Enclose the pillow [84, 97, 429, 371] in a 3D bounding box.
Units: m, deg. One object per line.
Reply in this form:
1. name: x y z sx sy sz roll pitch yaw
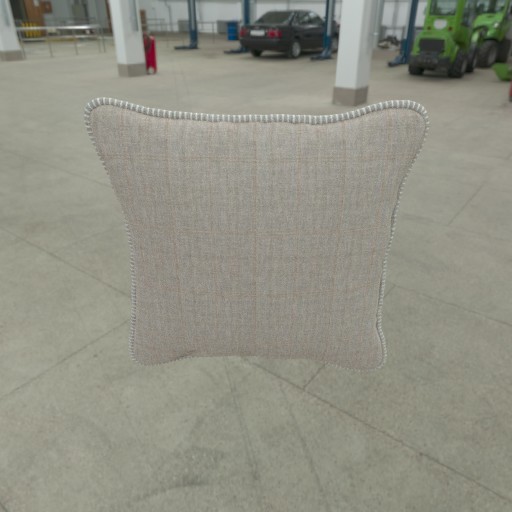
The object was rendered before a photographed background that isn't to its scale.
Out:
1. pillow: 0.000 0.000 0.728 0.485 0.494 0.124 1 29 2
